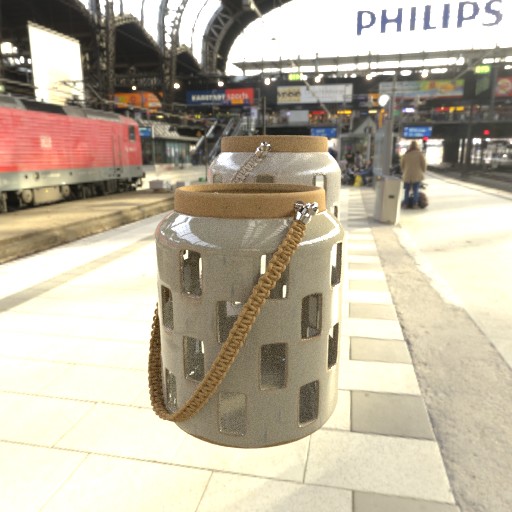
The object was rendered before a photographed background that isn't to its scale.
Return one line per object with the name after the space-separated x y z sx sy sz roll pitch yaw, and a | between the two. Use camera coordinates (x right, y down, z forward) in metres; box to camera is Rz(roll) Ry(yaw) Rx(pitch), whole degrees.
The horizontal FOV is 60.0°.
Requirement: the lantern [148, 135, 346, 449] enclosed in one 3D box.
0.000 0.000 0.482 0.184 0.255 0.347 2 13 9 | lantern
